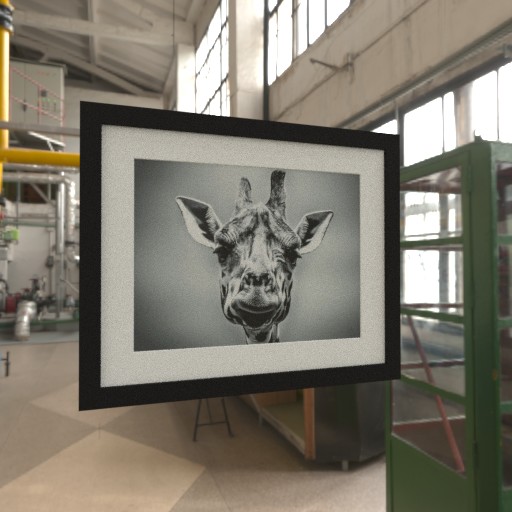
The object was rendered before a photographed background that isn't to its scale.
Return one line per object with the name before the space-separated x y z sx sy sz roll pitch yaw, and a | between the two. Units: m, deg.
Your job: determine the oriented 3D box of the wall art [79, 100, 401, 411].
wall art | 0.000 0.000 0.754 0.558 0.457 0.031 0 -1 -18
